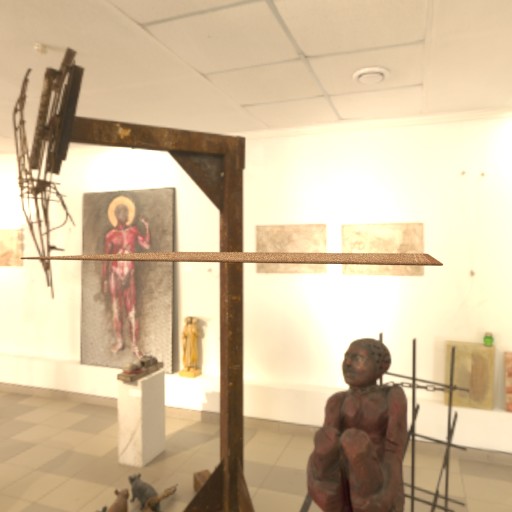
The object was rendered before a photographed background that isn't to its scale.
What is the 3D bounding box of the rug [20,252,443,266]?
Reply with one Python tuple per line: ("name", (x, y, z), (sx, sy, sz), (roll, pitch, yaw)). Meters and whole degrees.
("rug", (0.000, 0.000, 4.100), (3.050, 0.015, 2.441), (1, 2, 19))
